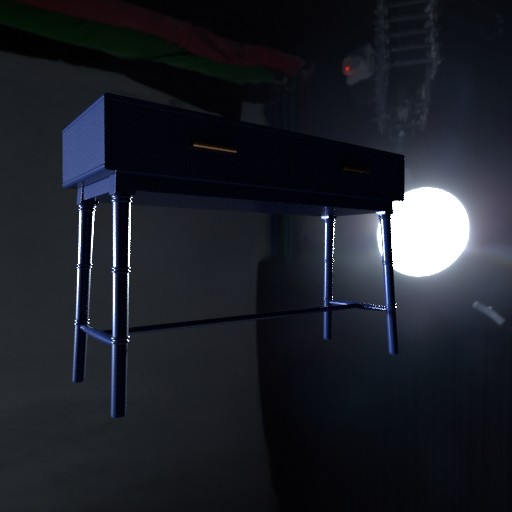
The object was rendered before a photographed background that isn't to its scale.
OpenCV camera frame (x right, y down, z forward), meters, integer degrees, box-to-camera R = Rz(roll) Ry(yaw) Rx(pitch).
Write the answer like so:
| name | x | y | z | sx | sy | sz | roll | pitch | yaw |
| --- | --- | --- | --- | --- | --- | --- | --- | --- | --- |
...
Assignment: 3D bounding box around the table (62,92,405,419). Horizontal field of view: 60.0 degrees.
| name | x | y | z | sx | sy | sz | roll | pitch | yaw |
| --- | --- | --- | --- | --- | --- | --- | --- | --- | --- |
| table | 0.000 | 0.000 | 1.475 | 1.118 | 0.749 | 0.399 | -1 | 1 | -37 |
